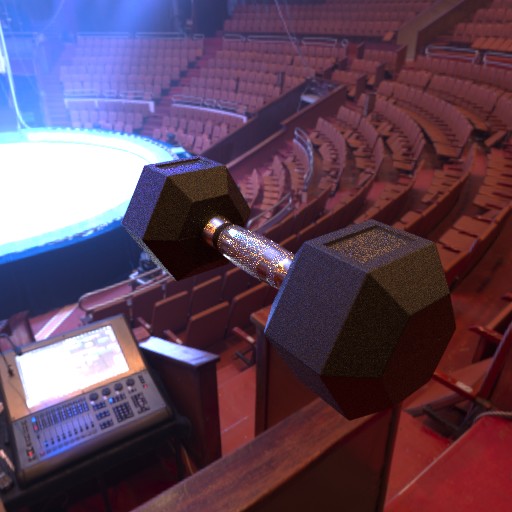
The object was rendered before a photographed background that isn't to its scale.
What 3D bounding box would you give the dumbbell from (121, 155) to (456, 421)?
[{"bbox_3d":[0.000,0.000,0.318,0.106,0.092,0.272,-19,32,-33],"label":"dumbbell"}]
